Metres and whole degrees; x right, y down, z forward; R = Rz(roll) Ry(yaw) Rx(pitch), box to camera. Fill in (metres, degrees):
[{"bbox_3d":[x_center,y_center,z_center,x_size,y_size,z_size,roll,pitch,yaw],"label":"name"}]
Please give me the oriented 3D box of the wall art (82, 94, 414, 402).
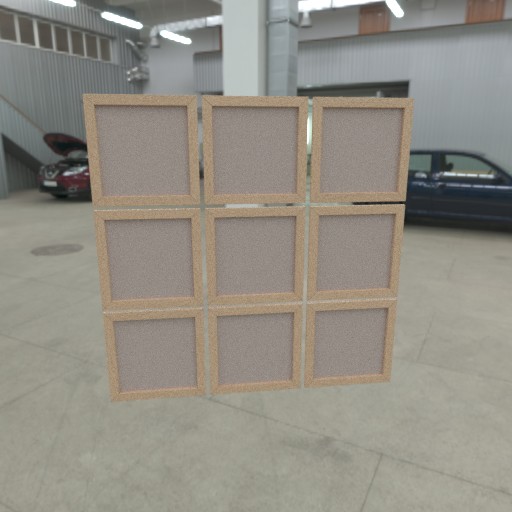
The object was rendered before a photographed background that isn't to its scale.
[{"bbox_3d":[0.000,0.000,1.337,0.917,0.910,0.012,-2,15,-7],"label":"wall art"}]
